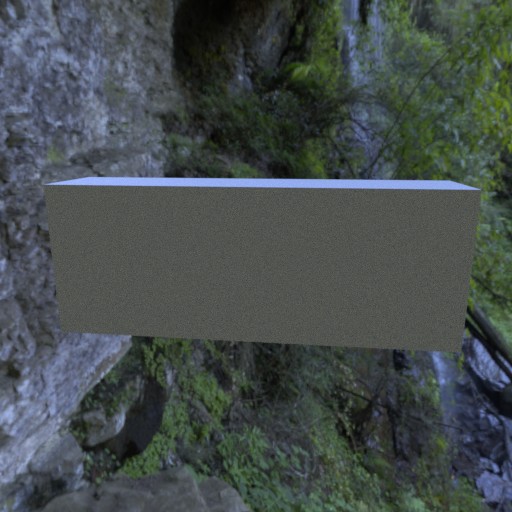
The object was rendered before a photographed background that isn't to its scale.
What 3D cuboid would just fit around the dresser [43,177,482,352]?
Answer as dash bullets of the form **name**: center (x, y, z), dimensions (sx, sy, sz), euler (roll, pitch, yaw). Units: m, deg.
- **dresser**: center (0.000, 0.000, 2.557), dimensions (2.200, 0.840, 0.500), euler (2, 15, 7)
